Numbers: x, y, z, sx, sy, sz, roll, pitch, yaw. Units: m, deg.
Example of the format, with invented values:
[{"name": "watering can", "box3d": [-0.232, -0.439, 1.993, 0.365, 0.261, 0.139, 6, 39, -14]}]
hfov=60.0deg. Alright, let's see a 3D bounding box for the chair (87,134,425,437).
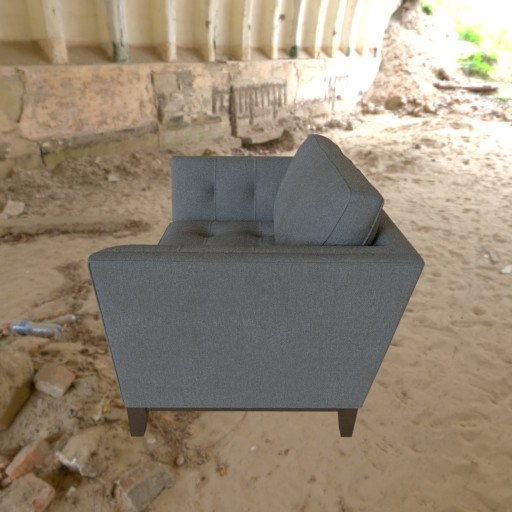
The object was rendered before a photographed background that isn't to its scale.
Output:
[{"name": "chair", "box3d": [0.000, 0.000, 2.001, 0.965, 0.942, 1.396, 0, 25, 0]}]
